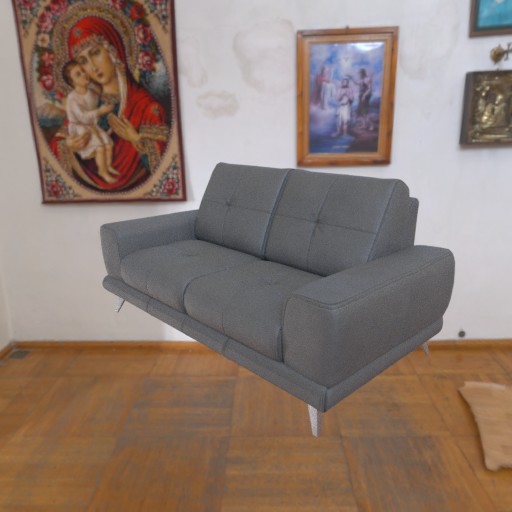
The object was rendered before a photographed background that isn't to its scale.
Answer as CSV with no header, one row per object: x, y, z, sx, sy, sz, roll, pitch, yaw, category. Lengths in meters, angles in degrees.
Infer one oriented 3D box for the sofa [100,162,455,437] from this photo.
0.000,0.000,2.436,1.018,0.907,1.806,-15,22,-41,sofa
